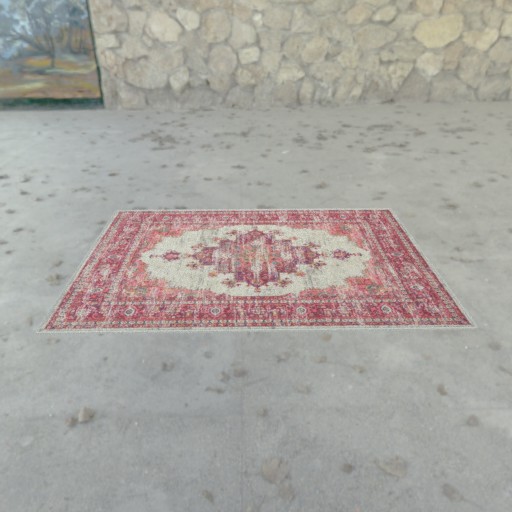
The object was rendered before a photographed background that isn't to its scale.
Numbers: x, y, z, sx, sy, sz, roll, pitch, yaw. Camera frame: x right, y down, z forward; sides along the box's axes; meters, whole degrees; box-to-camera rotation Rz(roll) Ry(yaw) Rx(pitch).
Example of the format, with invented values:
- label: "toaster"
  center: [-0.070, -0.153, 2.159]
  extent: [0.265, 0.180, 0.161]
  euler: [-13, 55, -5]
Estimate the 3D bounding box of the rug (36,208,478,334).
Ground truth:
- label: "rug"
  center: [0.000, 0.000, 2.275]
  extent: [1.747, 0.011, 1.217]
  euler: [0, 29, -1]
